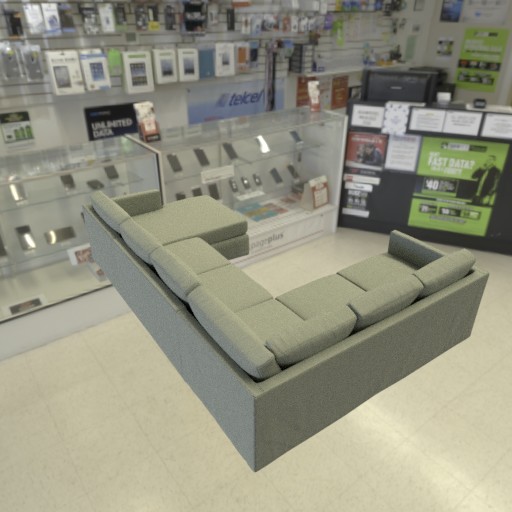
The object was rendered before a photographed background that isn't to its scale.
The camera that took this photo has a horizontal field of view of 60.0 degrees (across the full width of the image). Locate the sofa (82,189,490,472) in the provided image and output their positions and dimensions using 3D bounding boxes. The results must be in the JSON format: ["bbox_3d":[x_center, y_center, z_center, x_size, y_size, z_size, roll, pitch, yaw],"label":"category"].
[{"bbox_3d":[0.000,0.000,4.487,2.427,0.882,3.460,-19,35,-30],"label":"sofa"}]
